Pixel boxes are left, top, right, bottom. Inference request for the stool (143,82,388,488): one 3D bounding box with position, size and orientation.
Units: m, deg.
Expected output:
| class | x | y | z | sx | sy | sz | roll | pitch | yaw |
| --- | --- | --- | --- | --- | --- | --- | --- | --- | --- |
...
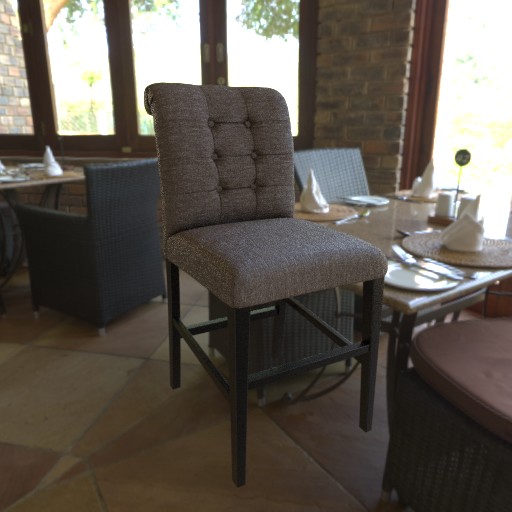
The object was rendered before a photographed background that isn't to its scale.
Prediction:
| class | x | y | z | sx | sy | sz | roll | pitch | yaw |
| --- | --- | --- | --- | --- | --- | --- | --- | --- | --- |
| stool | 0.000 | 0.000 | 1.293 | 0.457 | 0.970 | 0.611 | -9 | 19 | -28 |
